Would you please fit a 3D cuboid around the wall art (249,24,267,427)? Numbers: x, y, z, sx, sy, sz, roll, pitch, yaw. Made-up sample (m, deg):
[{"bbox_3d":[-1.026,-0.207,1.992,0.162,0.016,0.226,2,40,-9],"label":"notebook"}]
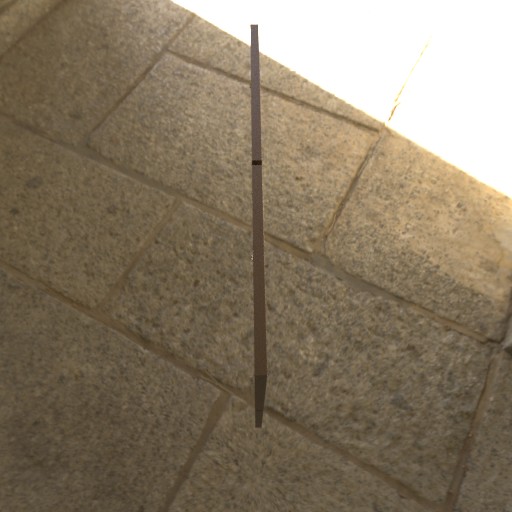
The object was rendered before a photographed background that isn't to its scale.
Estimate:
[{"bbox_3d":[0.000,0.000,1.553,0.030,1.032,1.032,-1,64,0],"label":"wall art"}]
